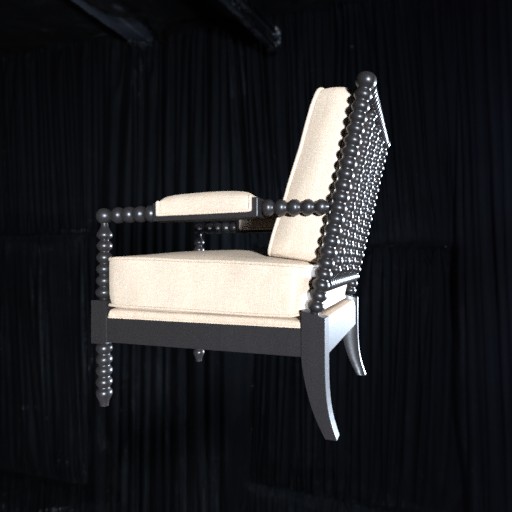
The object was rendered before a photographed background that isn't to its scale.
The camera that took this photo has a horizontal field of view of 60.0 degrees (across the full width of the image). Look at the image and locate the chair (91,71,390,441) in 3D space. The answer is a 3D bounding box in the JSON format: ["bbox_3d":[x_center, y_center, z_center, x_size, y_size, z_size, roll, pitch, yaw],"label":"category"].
[{"bbox_3d":[0.000,0.000,1.173,0.657,0.703,0.555,0,0,20],"label":"chair"}]
